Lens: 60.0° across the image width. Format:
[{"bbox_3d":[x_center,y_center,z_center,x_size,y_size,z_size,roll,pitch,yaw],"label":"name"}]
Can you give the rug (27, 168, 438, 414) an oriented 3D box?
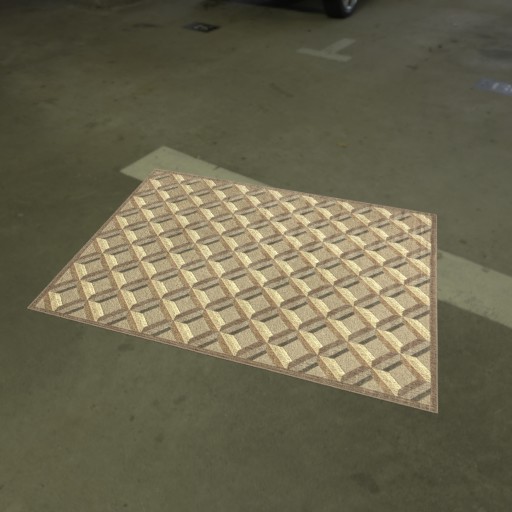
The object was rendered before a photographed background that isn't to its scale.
[{"bbox_3d":[0.000,0.000,4.207,3.294,0.018,2.382,11,43,12],"label":"rug"}]
